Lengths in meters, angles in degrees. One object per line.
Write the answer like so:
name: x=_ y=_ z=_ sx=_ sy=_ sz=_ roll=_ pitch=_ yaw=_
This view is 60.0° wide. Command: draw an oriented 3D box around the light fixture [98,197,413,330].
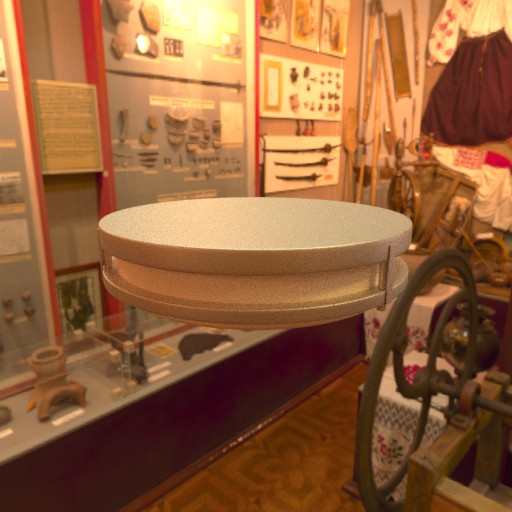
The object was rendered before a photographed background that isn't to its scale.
light fixture: x=0.000 y=0.000 z=0.540 sx=0.356 sy=0.102 sz=0.356 roll=0 pitch=14 yaw=0
